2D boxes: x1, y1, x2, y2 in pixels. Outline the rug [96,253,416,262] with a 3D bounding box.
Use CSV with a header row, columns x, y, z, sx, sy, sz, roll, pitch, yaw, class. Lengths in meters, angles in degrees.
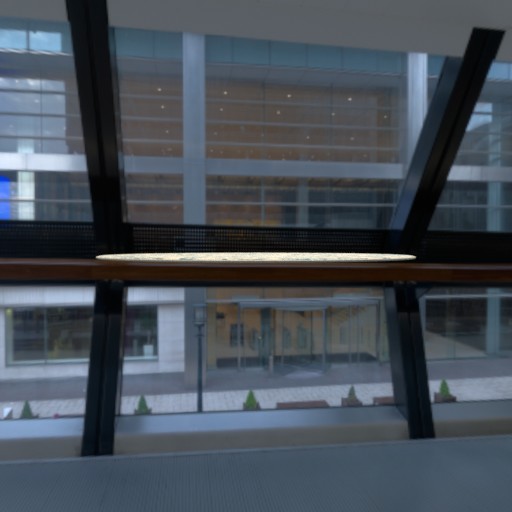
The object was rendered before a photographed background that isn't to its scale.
x,y,z,sx,sy,sz,roll,pitch,yaw,class
0.000,0.000,2.344,1.593,0.012,1.593,0,1,0,rug
